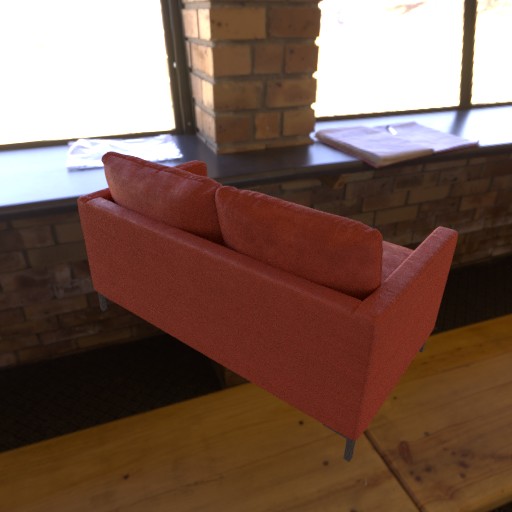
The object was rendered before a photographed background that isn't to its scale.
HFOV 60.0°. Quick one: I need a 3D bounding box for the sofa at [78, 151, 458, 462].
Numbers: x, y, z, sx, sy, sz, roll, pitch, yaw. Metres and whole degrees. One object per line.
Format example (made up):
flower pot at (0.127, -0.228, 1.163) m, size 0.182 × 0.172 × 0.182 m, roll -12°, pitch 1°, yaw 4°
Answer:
sofa at (0.000, 0.000, 2.127) m, size 1.574 × 0.896 × 0.864 m, roll 21°, pitch 35°, yaw 32°
